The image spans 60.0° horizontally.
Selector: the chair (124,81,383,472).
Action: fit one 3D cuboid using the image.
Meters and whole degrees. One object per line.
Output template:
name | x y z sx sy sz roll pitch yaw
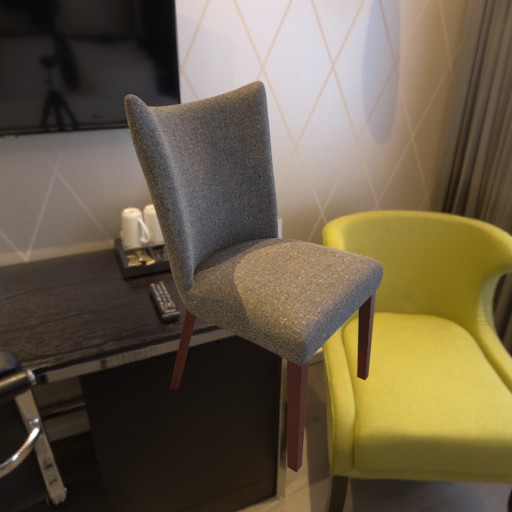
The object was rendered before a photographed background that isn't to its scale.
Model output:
chair | 0.000 0.000 1.312 0.623 0.924 0.535 18 31 32
